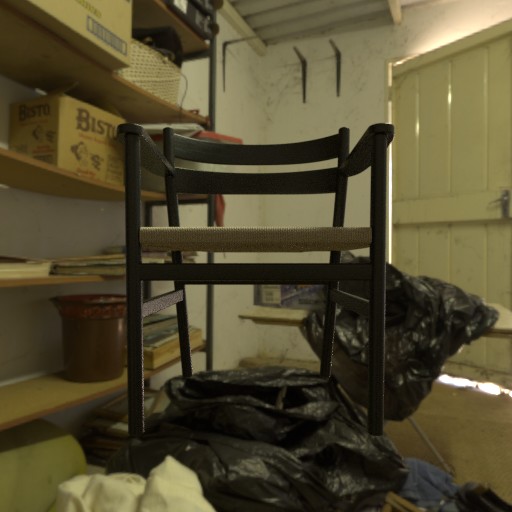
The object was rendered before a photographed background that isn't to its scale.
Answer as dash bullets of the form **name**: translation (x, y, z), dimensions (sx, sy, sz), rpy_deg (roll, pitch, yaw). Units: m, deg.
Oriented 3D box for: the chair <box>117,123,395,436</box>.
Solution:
- **chair**: translation (0.000, 0.000, 1.196), dimensions (0.630, 0.775, 0.508), rpy_deg (0, 1, 0)
